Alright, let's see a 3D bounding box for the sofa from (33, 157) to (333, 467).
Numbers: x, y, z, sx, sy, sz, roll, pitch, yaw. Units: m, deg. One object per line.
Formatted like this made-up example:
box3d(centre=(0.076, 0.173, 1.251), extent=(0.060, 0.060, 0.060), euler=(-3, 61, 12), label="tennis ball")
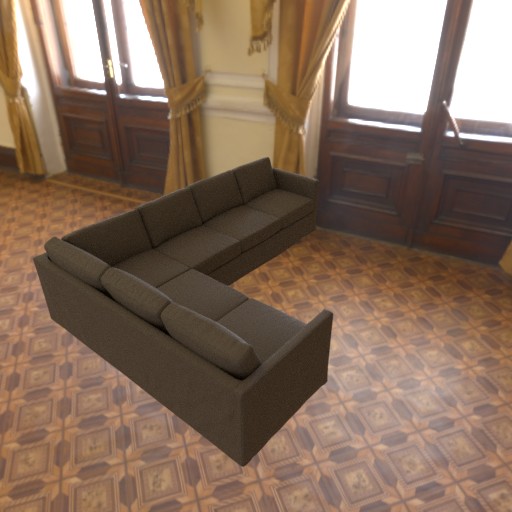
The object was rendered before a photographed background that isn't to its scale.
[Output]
box3d(centre=(0.000, 0.000, 4.347), extent=(2.432, 0.871, 3.182), euler=(23, 37, 33), label="sofa")
